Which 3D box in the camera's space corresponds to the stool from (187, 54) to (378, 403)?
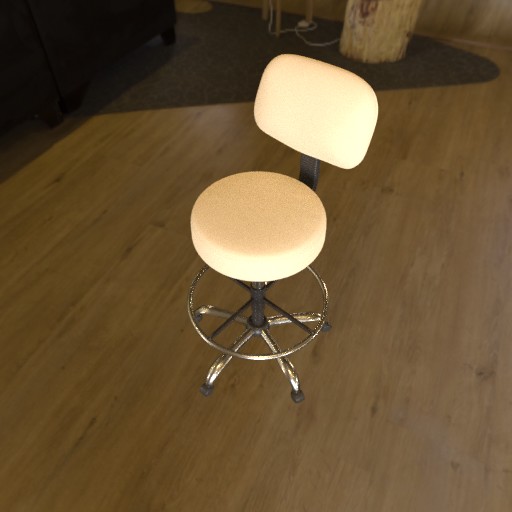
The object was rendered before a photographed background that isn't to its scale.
[{"bbox_3d":[0.000,0.000,1.464,0.609,1.080,0.616,33,55,27],"label":"stool"}]
